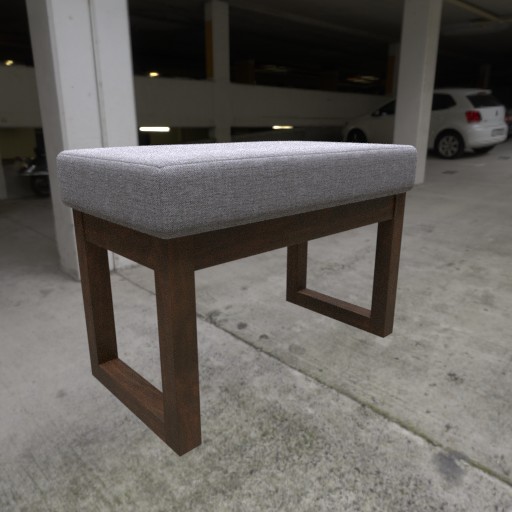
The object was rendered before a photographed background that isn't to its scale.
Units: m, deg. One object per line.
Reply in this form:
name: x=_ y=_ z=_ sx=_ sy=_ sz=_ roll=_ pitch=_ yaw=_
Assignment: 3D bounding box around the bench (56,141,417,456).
bench: x=0.000 y=0.000 z=0.968 sx=0.681 sy=0.467 sz=0.366 roll=-15 pitch=22 yaw=-41
